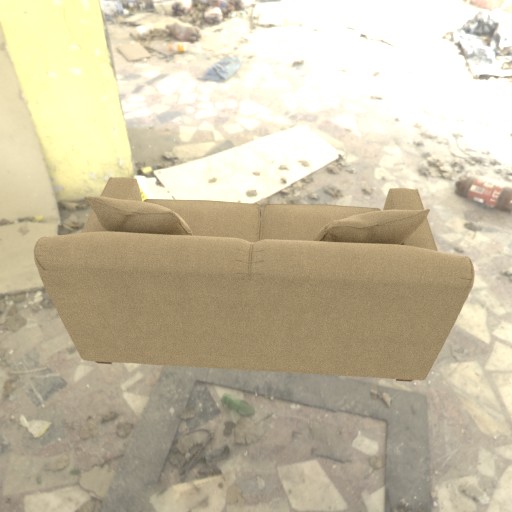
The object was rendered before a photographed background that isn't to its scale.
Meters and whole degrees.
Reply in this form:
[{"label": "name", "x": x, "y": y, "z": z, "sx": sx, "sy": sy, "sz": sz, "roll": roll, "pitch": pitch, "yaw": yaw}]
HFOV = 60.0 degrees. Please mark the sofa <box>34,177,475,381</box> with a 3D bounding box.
[{"label": "sofa", "x": 0.000, "y": 0.000, "z": 2.428, "sx": 1.846, "sy": 0.958, "sz": 0.998, "roll": 3, "pitch": 45, "yaw": 3}]
